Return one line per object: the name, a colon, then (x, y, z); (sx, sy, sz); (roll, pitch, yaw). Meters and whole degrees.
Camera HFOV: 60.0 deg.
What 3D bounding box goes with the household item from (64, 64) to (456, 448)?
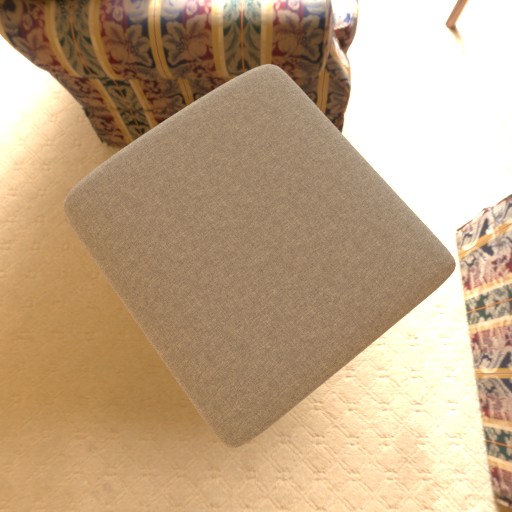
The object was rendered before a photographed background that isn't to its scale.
household item: (0.000, 0.000, 0.897); (0.530, 0.410, 0.530); (-36, 78, -9)
